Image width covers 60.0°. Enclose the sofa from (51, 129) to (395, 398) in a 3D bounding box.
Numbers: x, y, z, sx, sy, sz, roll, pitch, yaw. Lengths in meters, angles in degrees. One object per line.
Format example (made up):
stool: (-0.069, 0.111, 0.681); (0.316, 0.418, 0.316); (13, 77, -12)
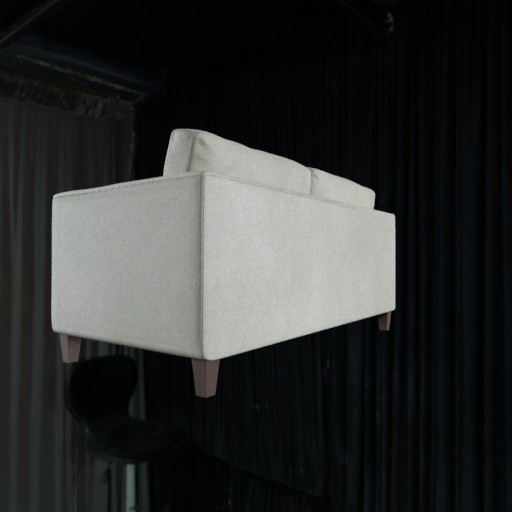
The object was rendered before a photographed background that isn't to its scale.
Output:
sofa: (0.000, 0.000, 2.412); (0.950, 0.940, 1.846); (0, 0, 36)
